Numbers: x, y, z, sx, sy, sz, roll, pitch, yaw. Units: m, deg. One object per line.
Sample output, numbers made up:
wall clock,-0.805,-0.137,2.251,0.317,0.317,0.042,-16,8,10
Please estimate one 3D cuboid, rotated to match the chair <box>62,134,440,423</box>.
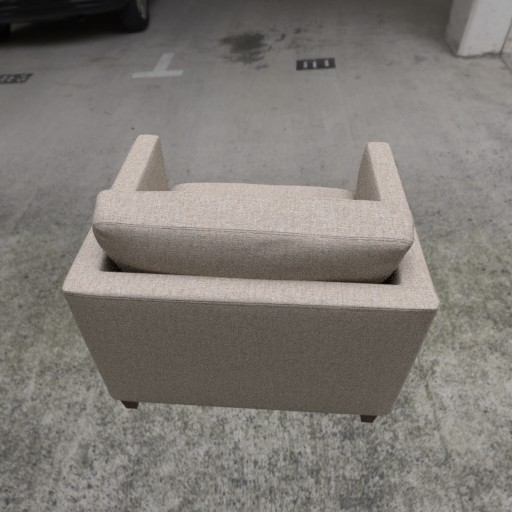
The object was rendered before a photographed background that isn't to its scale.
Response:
chair,0.000,0.000,1.776,1.107,0.961,0.959,2,44,3
